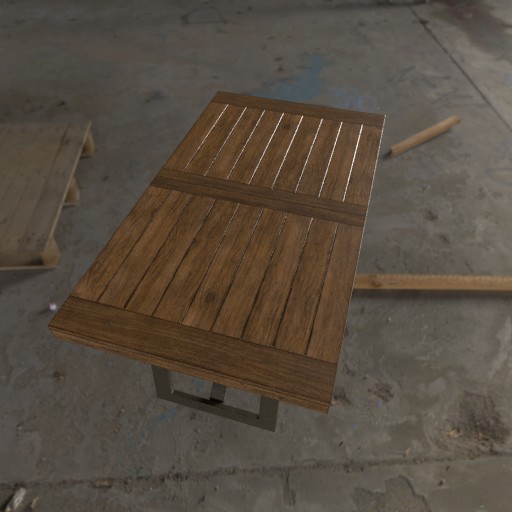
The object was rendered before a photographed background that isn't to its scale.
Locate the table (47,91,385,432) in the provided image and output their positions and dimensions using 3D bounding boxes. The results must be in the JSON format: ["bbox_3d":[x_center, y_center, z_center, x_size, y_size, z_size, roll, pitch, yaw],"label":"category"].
[{"bbox_3d":[0.000,0.000,2.164,0.931,0.757,1.641,12,49,11],"label":"table"}]
